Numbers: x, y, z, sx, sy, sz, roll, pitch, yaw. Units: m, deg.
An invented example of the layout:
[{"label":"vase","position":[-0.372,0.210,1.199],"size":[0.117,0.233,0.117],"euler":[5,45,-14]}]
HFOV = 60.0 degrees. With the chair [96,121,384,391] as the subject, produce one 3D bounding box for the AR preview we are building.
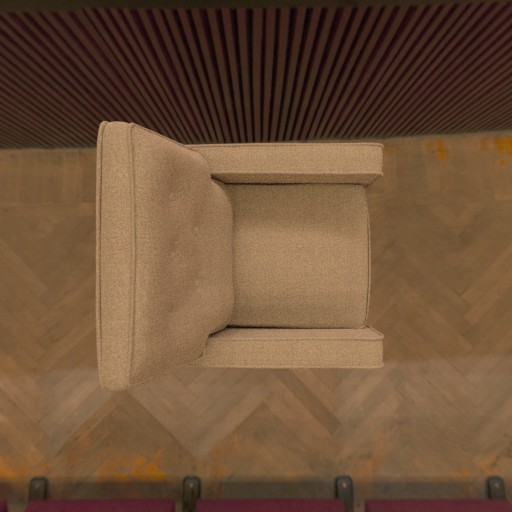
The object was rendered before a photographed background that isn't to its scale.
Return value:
[{"label":"chair","position":[0.000,0.000,1.365],"size":[0.754,0.888,0.648],"euler":[0,90,0]}]
